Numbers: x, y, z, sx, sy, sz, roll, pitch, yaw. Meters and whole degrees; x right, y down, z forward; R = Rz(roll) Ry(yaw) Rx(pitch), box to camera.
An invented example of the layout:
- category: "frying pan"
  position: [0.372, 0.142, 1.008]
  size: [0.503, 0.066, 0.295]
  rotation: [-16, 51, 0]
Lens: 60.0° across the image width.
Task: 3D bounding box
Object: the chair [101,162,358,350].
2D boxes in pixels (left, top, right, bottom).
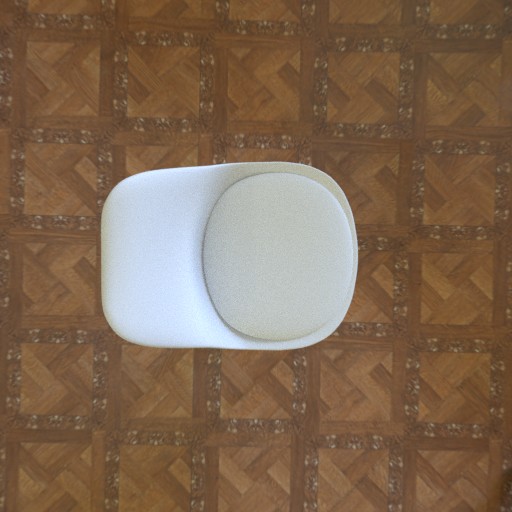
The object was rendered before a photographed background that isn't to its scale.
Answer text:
- category: "chair"
  position: [0.000, 0.000, 1.201]
  size: [0.550, 0.850, 0.485]
  rotation: [0, 91, 0]
